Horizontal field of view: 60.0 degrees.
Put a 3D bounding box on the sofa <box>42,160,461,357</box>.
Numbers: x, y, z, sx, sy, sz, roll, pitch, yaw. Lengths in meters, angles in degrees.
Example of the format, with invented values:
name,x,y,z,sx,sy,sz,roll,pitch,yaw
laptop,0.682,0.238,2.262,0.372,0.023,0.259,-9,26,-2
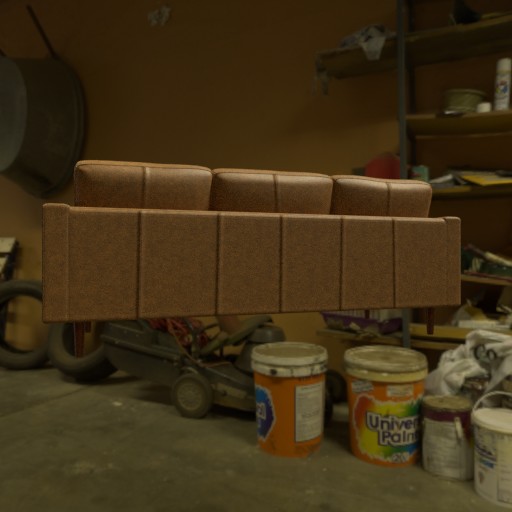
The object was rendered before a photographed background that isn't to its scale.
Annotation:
name,x,y,z,sx,sy,sz,roll,pitch,yaw
sofa,0.000,0.000,2.680,2.231,0.930,0.903,0,0,-18
